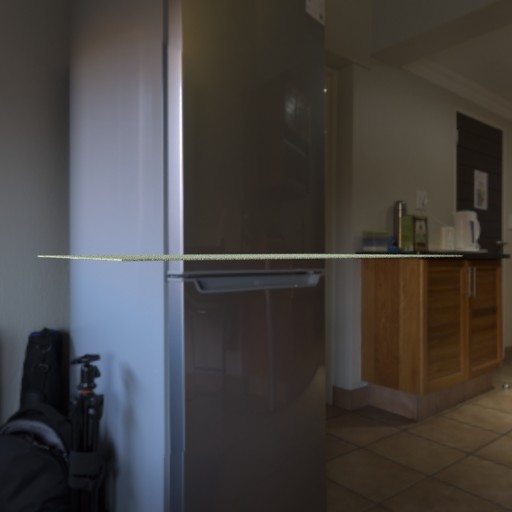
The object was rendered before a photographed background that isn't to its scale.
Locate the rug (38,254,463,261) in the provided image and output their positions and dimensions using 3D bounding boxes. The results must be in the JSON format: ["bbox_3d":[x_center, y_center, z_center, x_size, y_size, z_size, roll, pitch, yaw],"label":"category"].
[{"bbox_3d":[0.000,0.000,2.172,1.747,0.006,1.143,0,1,-36],"label":"rug"}]
